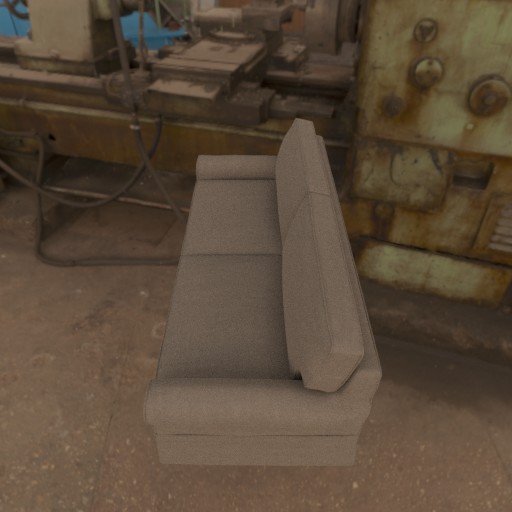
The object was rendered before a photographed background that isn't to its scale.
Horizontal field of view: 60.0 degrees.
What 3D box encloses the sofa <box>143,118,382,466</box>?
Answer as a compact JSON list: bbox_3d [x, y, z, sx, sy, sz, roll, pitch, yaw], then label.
[{"bbox_3d":[0.000,0.000,2.700,0.991,0.943,2.248,0,40,0],"label":"sofa"}]
